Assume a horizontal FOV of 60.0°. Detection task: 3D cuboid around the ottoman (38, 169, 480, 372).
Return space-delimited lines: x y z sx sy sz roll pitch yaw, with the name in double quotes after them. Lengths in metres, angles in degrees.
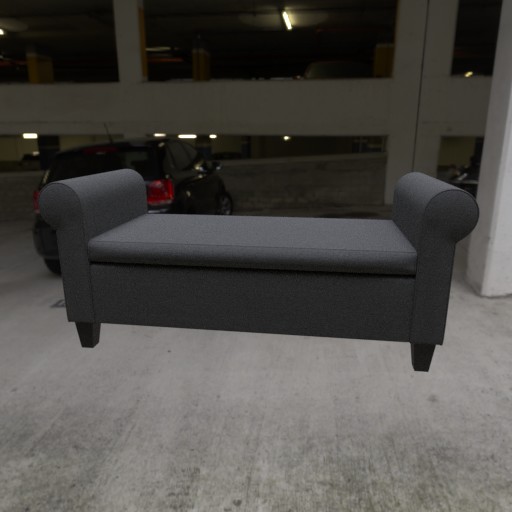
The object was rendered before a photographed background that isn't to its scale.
0.000 0.000 1.540 1.256 0.547 0.521 2 16 8 "ottoman"
